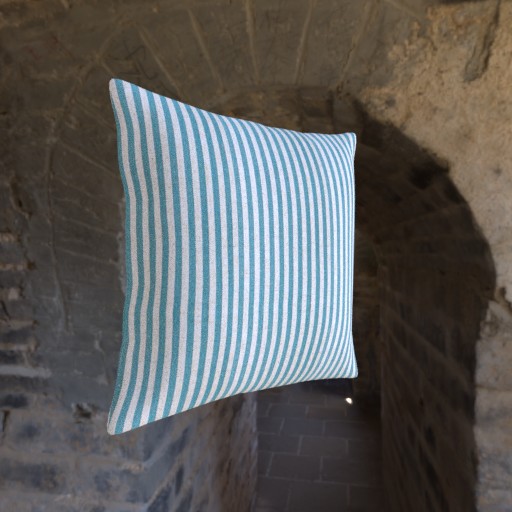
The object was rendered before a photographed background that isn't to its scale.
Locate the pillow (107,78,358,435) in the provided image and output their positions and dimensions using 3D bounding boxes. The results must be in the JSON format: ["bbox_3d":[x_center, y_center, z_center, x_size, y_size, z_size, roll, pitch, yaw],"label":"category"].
[{"bbox_3d":[0.000,0.000,0.777,0.523,0.510,0.166,-1,1,-36],"label":"pillow"}]
